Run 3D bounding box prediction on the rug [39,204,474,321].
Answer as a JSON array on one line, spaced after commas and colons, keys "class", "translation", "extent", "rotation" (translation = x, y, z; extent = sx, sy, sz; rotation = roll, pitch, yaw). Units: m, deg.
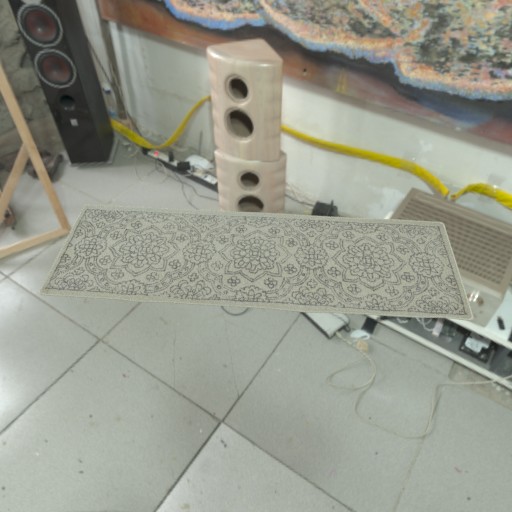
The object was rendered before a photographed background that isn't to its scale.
[{"class": "rug", "translation": [0.000, 0.000, 2.725], "extent": [2.431, 0.006, 0.806], "rotation": [3, 47, 3]}]
